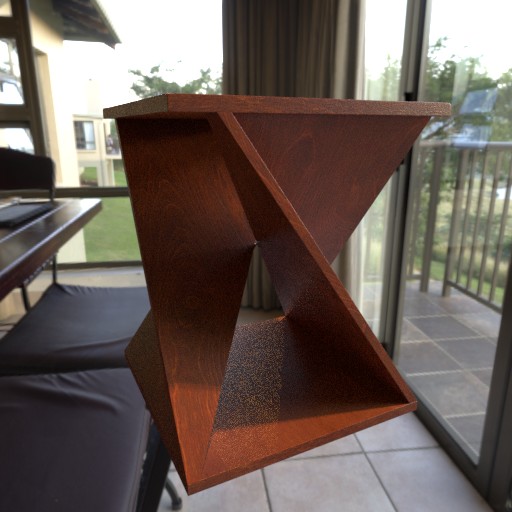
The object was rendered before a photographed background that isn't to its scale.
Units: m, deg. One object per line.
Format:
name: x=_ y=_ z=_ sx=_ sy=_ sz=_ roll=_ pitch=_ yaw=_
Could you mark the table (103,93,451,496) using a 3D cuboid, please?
table: x=0.000 y=0.000 z=0.811 sx=0.427 sy=0.520 sz=0.427 roll=-8 pitch=18 yaw=-26
